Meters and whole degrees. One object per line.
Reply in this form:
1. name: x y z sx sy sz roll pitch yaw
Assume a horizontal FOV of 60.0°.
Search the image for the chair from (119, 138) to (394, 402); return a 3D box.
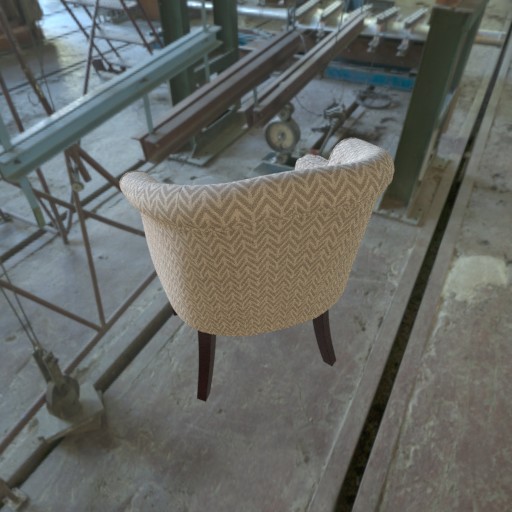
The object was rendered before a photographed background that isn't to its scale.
1. chair: 0.000 0.000 1.336 0.686 0.858 0.613 -12 42 -13
